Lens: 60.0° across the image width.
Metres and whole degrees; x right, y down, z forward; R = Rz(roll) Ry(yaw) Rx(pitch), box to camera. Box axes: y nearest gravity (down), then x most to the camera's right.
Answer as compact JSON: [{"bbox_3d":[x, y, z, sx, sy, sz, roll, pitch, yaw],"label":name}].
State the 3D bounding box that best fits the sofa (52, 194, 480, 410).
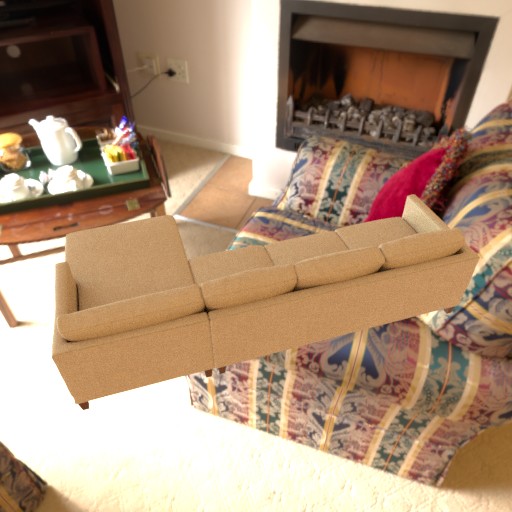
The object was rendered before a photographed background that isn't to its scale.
[{"bbox_3d":[0.000,0.000,3.843,3.186,0.846,1.625,-12,43,-13],"label":"sofa"}]
